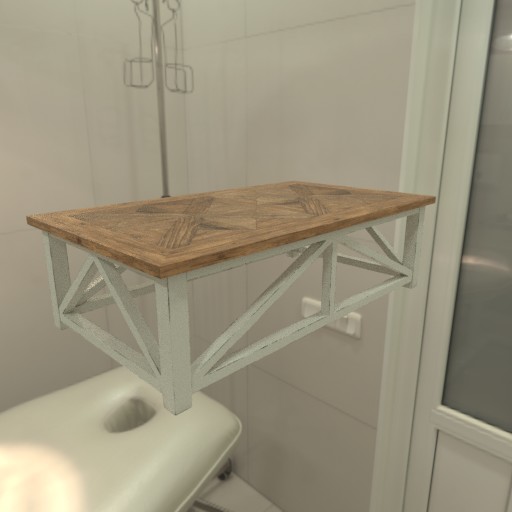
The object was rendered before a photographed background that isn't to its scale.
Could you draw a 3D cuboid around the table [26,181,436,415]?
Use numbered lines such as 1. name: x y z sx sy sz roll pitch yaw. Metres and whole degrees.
1. table: 0.000 0.000 1.761 0.800 0.410 1.400 16 22 42
